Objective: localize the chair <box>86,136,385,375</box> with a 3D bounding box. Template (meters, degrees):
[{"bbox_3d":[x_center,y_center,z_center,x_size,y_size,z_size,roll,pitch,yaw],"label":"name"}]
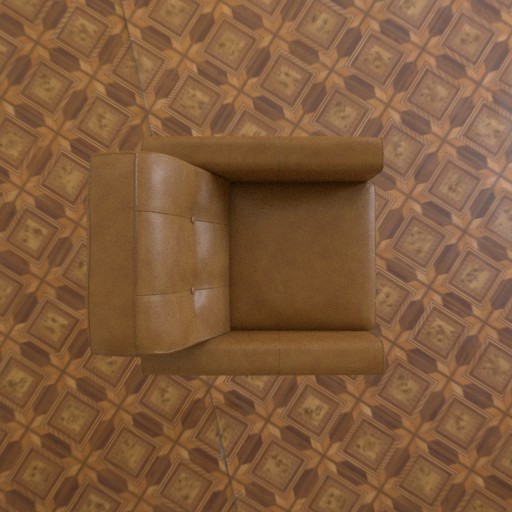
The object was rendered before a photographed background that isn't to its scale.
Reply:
[{"bbox_3d":[0.000,0.000,1.681,0.942,0.968,0.845,0,89,0],"label":"chair"}]
